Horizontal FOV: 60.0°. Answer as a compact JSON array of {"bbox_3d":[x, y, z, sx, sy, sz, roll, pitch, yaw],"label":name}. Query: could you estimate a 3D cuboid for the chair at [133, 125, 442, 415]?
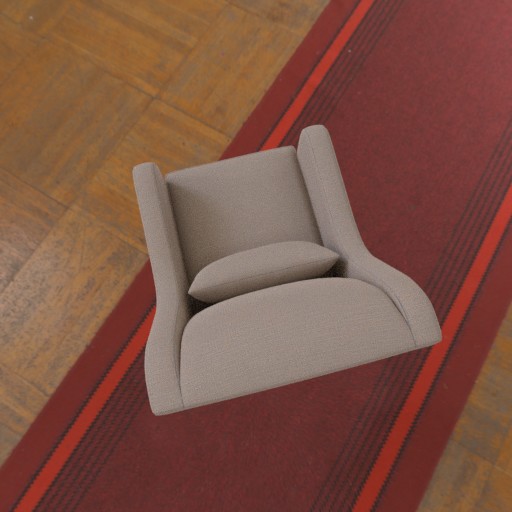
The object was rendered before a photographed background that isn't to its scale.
[{"bbox_3d":[0.000,0.000,1.600,0.715,1.017,0.896,-14,75,-4],"label":"chair"}]
